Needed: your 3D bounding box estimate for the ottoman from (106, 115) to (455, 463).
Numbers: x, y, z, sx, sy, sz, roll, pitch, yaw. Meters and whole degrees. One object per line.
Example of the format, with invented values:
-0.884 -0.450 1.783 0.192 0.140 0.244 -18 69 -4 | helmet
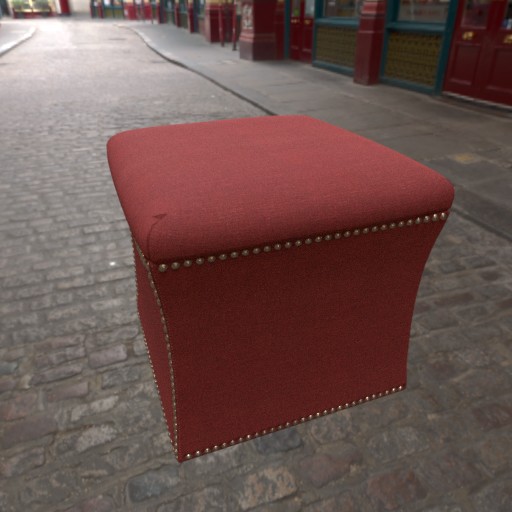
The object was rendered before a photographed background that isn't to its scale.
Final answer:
0.000 0.000 0.896 0.497 0.475 0.507 -11 31 -18 | ottoman
